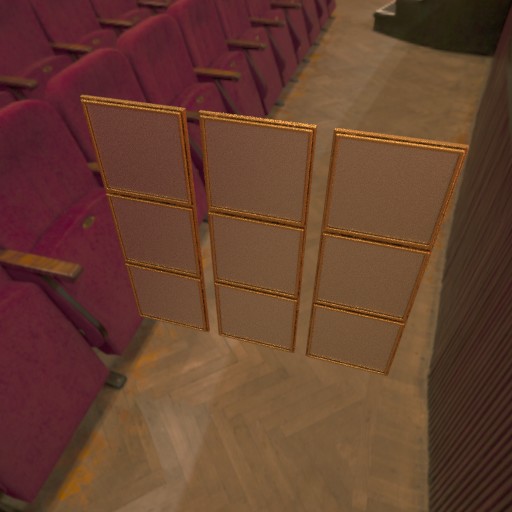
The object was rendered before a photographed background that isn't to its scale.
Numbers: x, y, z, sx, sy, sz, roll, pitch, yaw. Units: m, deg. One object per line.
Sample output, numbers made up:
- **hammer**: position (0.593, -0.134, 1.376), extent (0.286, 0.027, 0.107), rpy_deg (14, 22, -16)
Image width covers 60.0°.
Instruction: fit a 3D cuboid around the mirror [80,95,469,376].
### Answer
- **mirror**: position (0.000, 0.000, 1.425), extent (1.011, 0.926, 0.023), rpy_deg (11, 43, 12)
